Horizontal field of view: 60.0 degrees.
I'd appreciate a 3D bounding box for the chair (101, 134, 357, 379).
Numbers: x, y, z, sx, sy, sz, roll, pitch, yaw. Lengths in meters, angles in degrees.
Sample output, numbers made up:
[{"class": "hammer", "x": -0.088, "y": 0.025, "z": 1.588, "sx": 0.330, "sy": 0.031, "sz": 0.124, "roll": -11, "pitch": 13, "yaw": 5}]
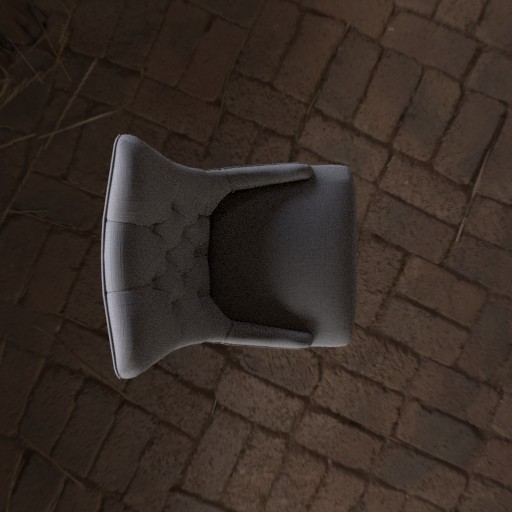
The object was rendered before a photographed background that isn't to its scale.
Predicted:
[{"class": "chair", "x": 0.000, "y": 0.000, "z": 1.221, "sx": 0.565, "sy": 0.874, "sz": 0.509, "roll": 0, "pitch": 90, "yaw": -1}]
